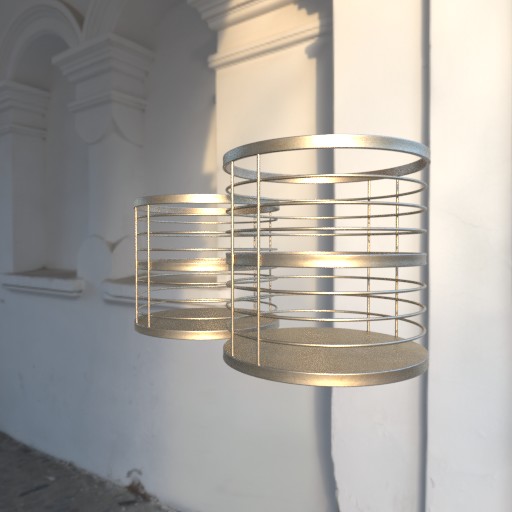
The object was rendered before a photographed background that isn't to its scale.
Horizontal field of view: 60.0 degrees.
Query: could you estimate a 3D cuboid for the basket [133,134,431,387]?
[{"bbox_3d":[0.000,0.000,0.945,0.356,0.351,0.746,-1,2,-38],"label":"basket"}]
